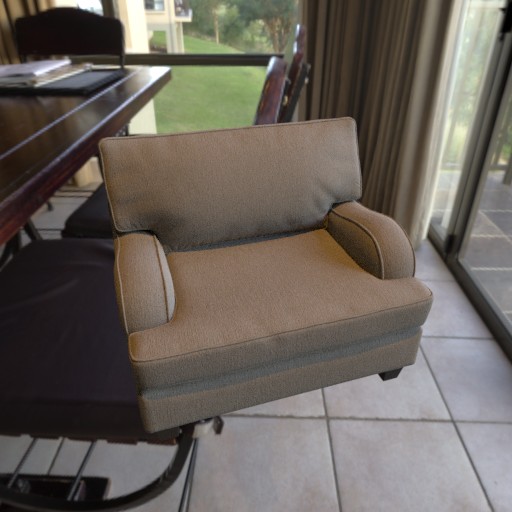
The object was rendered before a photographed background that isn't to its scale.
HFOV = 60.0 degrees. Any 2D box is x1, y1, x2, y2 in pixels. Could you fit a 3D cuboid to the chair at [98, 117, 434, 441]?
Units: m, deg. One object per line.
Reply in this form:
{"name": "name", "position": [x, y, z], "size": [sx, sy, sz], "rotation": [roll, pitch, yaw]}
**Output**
{"name": "chair", "position": [0.000, 0.000, 2.002], "size": [1.220, 1.016, 1.041], "rotation": [-10, 33, -15]}
